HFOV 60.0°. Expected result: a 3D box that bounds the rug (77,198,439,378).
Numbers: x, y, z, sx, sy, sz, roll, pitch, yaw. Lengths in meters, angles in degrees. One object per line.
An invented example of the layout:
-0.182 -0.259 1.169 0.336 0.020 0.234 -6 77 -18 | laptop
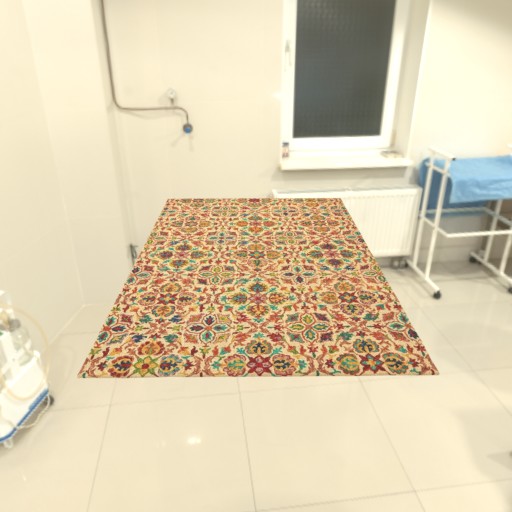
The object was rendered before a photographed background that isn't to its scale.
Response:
0.000 0.000 2.317 1.226 0.013 1.838 0 26 -1 | rug
